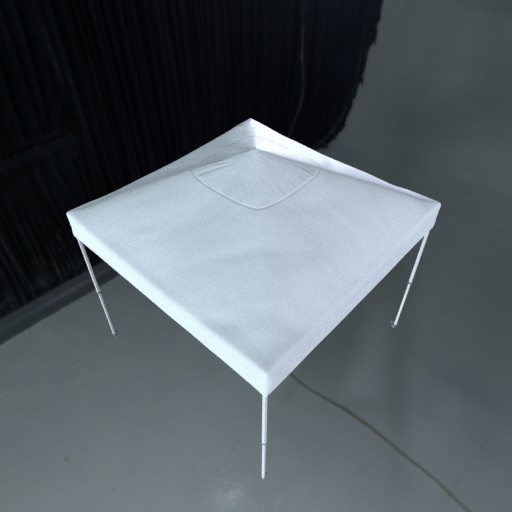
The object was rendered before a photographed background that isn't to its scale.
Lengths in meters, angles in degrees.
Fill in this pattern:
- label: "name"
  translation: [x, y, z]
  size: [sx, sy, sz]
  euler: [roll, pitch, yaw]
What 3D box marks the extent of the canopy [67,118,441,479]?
- label: "canopy"
  translation: [0.000, 0.000, 5.470]
  size: [2.996, 2.997, 2.998]
  euler: [33, 53, 29]
